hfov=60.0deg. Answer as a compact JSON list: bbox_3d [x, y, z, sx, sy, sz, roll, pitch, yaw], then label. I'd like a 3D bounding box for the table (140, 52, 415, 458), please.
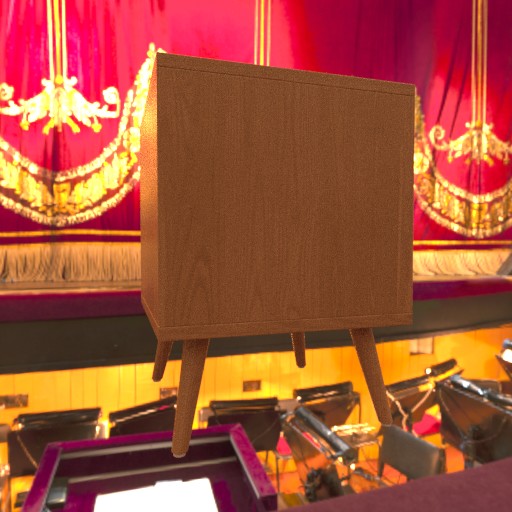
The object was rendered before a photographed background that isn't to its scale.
[{"bbox_3d":[0.000,0.000,0.837,0.400,0.550,0.400,-1,2,-18],"label":"table"}]
